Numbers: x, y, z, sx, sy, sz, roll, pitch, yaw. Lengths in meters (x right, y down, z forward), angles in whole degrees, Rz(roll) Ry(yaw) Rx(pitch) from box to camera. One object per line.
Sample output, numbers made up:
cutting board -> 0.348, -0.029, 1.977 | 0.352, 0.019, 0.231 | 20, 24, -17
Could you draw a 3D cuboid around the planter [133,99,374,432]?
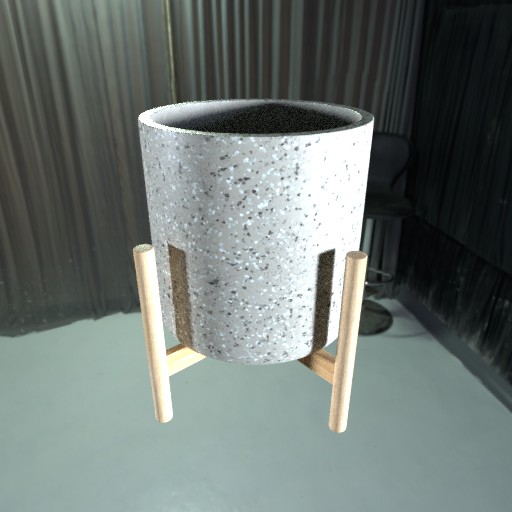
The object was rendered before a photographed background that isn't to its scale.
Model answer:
planter -> 0.000, 0.000, 0.677 | 0.360, 0.419, 0.360 | -8, 28, -16
